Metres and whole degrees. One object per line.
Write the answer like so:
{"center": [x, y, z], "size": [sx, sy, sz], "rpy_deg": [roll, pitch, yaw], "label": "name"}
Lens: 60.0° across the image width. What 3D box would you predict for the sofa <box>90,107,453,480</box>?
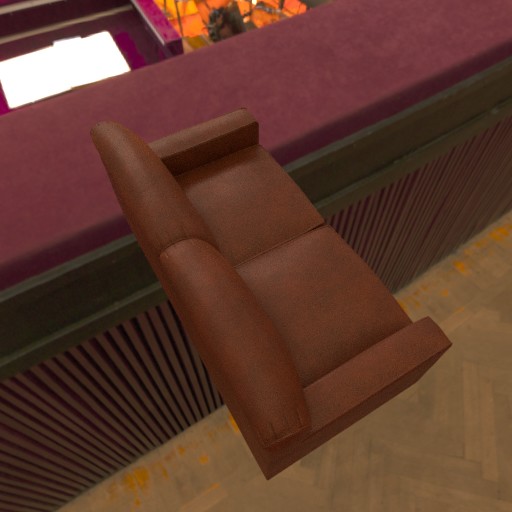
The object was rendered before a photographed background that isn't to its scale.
{"center": [0.000, 0.000, 2.360], "size": [1.000, 0.966, 1.856], "rpy_deg": [-26, 60, -16], "label": "sofa"}
